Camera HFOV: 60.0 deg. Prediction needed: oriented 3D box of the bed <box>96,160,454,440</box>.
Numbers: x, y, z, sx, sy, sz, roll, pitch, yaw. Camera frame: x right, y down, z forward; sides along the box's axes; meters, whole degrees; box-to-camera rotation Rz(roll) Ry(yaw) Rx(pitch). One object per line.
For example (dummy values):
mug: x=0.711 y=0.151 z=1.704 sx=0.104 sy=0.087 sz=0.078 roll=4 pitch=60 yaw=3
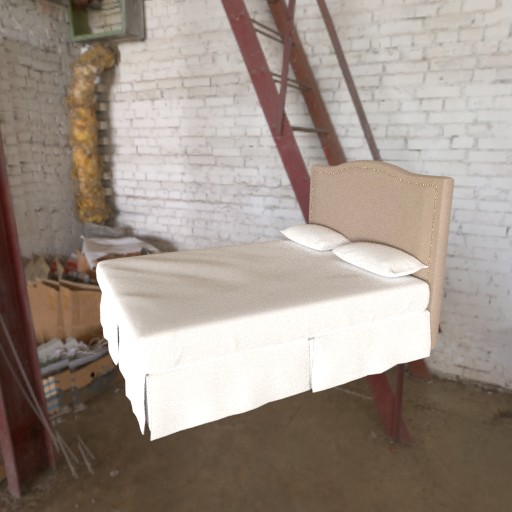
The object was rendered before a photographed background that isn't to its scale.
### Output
bed: x=0.000 y=0.000 z=3.510 sx=2.282 sy=1.436 sz=1.821 roll=-7 pitch=17 yaw=-25
